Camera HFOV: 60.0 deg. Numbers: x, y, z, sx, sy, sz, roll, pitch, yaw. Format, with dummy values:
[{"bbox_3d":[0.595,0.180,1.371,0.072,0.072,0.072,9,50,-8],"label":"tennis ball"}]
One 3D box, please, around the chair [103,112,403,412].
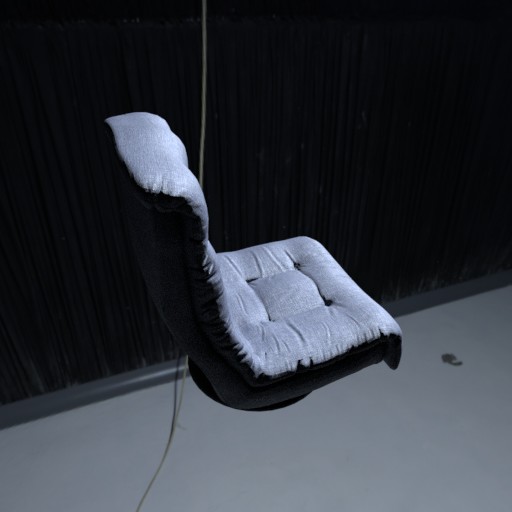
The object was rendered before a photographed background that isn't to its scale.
[{"bbox_3d":[0.000,0.000,1.219,0.668,0.749,0.597,-11,33,-17],"label":"chair"}]
